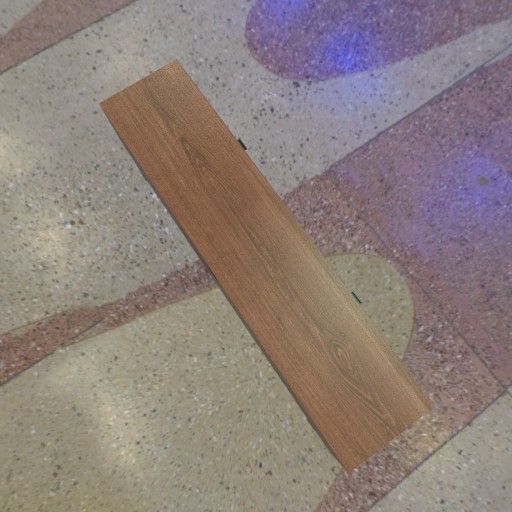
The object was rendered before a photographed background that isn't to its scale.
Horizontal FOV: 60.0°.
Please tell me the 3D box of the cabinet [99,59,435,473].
[{"bbox_3d":[0.000,0.000,1.880,0.400,0.500,1.650,-34,78,-8],"label":"cabinet"}]
